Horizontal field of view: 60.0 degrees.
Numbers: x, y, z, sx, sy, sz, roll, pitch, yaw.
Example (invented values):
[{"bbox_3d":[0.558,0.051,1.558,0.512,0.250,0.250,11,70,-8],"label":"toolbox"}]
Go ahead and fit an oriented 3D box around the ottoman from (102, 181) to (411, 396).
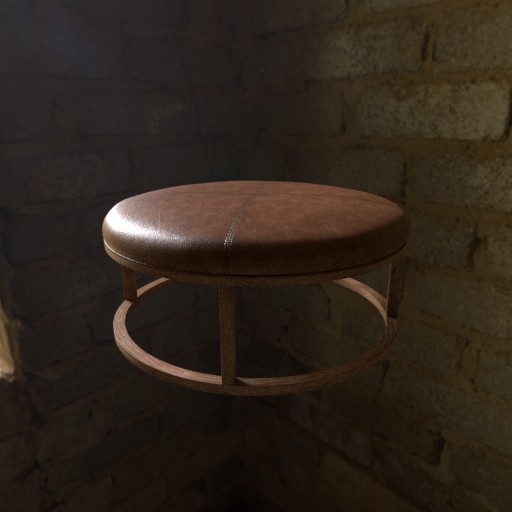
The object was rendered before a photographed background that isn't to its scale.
[{"bbox_3d":[0.000,0.000,1.560,1.006,0.445,1.006,0,18,0],"label":"ottoman"}]
